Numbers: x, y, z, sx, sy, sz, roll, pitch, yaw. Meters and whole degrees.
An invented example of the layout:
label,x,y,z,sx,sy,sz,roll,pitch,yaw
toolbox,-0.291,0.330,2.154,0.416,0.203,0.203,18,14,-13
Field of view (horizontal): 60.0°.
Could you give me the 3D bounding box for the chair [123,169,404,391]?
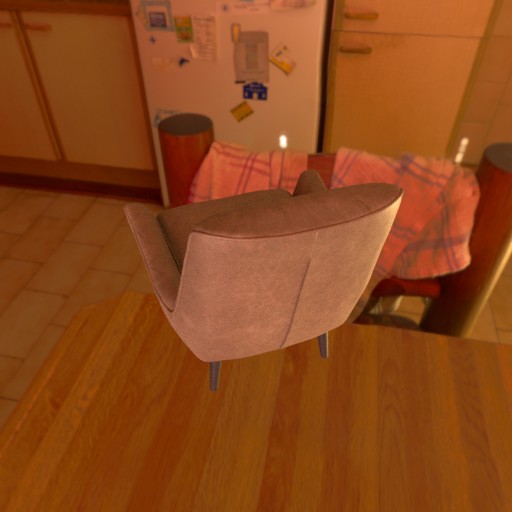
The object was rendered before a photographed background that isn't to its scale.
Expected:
label,x,y,z,sx,sy,sz,roll,pitch,yaw
chair,0.000,0.000,1.500,0.787,0.888,0.824,-13,44,-14
